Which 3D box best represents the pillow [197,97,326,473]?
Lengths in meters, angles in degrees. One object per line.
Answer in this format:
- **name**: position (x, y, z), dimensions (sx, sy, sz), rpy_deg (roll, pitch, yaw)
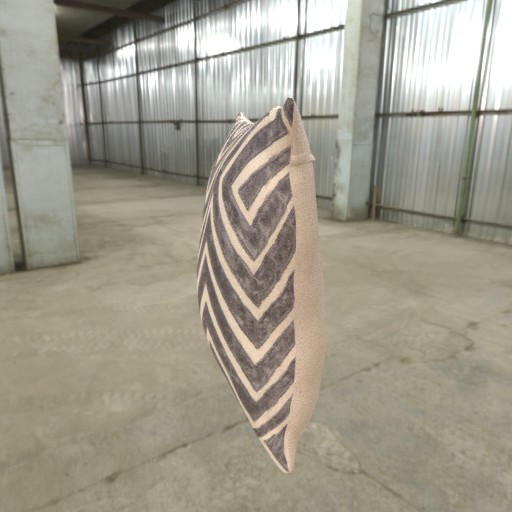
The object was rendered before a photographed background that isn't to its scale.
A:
- **pillow**: position (0.000, 0.000, 0.679), dimensions (0.182, 0.441, 0.440), rpy_deg (-2, 15, -8)
